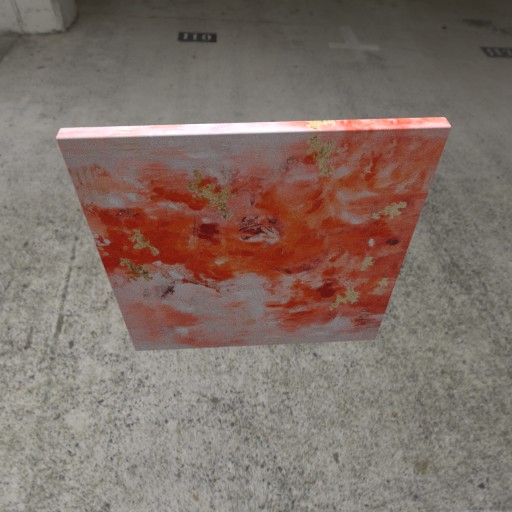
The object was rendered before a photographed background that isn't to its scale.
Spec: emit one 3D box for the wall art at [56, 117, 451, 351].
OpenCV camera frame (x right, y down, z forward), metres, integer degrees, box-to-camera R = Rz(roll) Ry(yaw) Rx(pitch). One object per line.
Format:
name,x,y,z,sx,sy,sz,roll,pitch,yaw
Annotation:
wall art,0.000,0.000,1.125,0.747,0.746,0.064,-2,47,-2
